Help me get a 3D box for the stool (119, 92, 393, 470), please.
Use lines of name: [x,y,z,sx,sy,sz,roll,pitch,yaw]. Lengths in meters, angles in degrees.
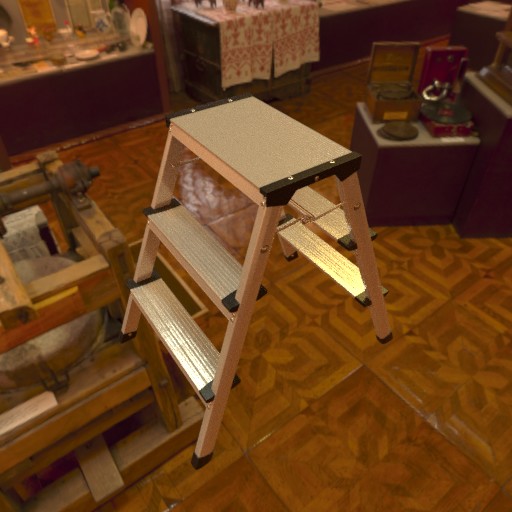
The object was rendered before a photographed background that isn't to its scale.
stool: [0.000,0.000,1.020,0.622,0.605,0.437,-25,47,-26]
